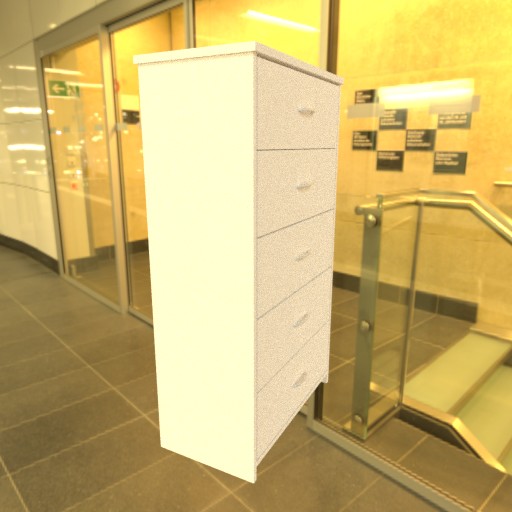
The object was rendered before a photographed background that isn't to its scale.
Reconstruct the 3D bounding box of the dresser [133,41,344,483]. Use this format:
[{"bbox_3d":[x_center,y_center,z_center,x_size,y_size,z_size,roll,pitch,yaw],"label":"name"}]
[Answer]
[{"bbox_3d":[0.000,0.000,1.592,0.399,1.255,0.704,7,16,27],"label":"dresser"}]
